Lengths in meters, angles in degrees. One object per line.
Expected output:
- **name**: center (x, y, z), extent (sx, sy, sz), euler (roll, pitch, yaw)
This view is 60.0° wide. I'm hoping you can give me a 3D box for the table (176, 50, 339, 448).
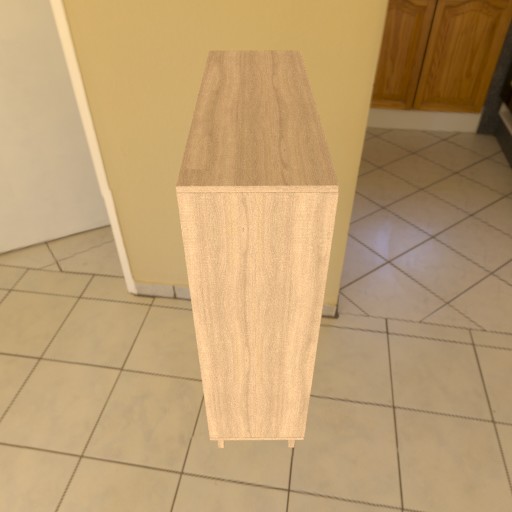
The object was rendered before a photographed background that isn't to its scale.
- **table**: center (0.000, 0.000, 1.943), extent (0.398, 1.388, 1.111), euler (0, 40, 0)
